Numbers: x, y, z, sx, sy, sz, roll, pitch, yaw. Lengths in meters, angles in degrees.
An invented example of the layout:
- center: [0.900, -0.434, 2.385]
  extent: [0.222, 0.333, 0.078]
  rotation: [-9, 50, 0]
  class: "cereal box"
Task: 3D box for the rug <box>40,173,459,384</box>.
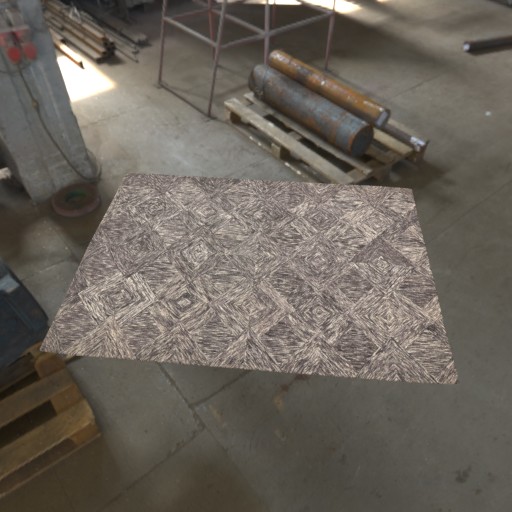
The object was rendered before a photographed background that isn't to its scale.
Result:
- center: [0.000, 0.000, 5.284]
  extent: [4.093, 0.020, 2.997]
  rotation: [4, 46, 4]
  class: "rug"
